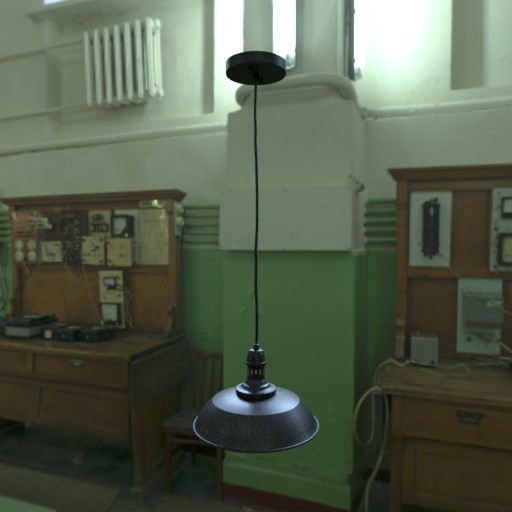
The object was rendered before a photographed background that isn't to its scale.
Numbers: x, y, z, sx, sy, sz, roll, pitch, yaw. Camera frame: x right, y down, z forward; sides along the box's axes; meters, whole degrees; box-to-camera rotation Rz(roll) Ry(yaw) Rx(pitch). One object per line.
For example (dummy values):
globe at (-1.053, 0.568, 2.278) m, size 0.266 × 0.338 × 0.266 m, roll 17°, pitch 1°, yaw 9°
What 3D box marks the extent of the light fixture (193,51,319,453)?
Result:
light fixture at (0.000, 0.000, 1.159) m, size 0.331 × 0.993 × 0.331 m, roll 1°, pitch 2°, yaw 19°
